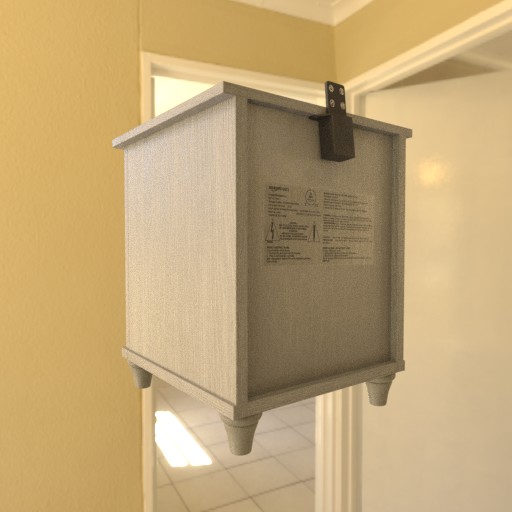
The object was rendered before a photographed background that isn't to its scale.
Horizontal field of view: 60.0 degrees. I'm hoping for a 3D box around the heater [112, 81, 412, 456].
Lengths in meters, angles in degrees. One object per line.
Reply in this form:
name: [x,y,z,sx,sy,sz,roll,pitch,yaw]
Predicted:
heater: [0.000,0.000,0.756,0.362,0.481,0.400,-1,2,-37]
